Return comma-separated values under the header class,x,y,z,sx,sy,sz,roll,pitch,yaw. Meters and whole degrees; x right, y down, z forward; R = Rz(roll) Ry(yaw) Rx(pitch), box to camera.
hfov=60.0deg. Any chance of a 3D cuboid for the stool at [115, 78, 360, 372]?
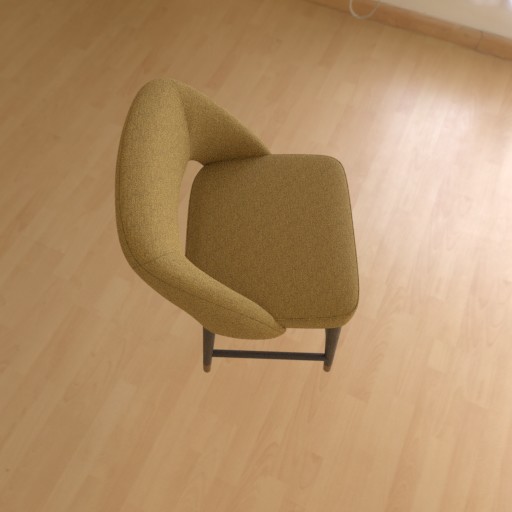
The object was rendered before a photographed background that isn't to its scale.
class,x,y,z,sx,sy,sz,roll,pitch,yaw
stool,0.000,0.000,1.234,0.522,0.939,0.536,0,65,0
